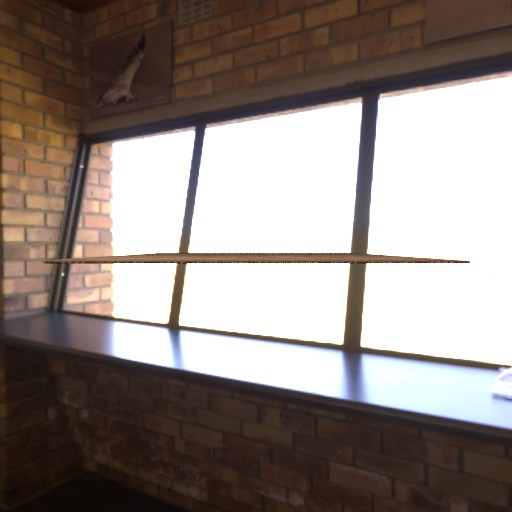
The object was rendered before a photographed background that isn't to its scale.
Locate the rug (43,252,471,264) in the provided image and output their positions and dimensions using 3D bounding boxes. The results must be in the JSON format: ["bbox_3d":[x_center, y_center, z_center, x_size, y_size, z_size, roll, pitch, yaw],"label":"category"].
[{"bbox_3d":[0.000,0.000,3.804,2.305,0.017,2.902,0,1,0],"label":"rug"}]
